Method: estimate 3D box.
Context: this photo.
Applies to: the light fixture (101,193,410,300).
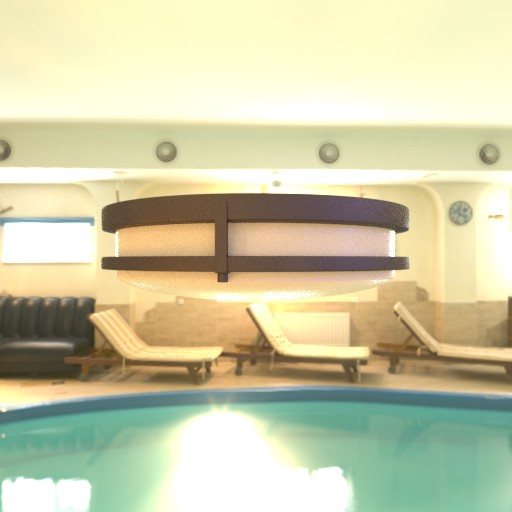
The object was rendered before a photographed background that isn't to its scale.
[{"bbox_3d":[0.000,0.000,0.540,0.356,0.102,0.356,0,0,0],"label":"light fixture"}]
